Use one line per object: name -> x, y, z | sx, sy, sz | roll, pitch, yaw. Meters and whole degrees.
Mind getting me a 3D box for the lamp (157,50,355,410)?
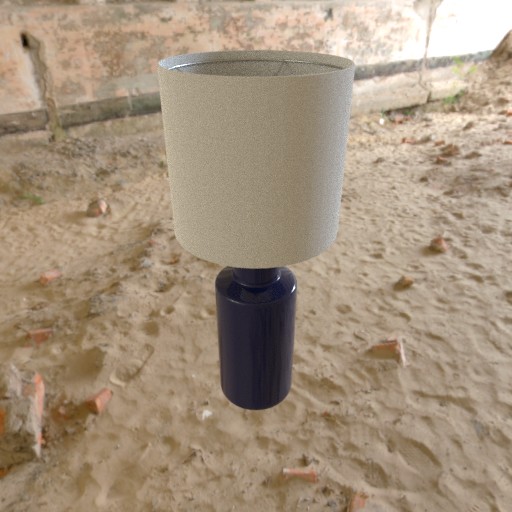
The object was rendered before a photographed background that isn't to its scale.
lamp -> 0.000, 0.000, 0.607 | 0.212, 0.493, 0.212 | 11, 32, 18
